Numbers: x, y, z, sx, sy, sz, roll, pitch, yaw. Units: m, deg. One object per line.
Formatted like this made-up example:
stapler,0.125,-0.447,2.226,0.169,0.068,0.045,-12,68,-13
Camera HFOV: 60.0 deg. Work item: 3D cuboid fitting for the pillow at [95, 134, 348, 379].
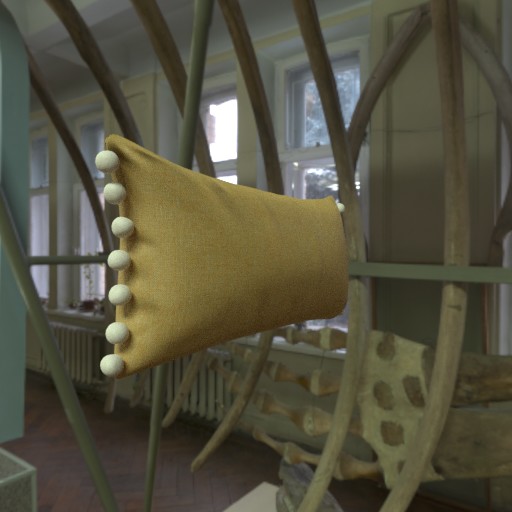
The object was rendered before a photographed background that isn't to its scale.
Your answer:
pillow,0.000,0.000,0.843,0.201,0.322,0.709,0,1,36
